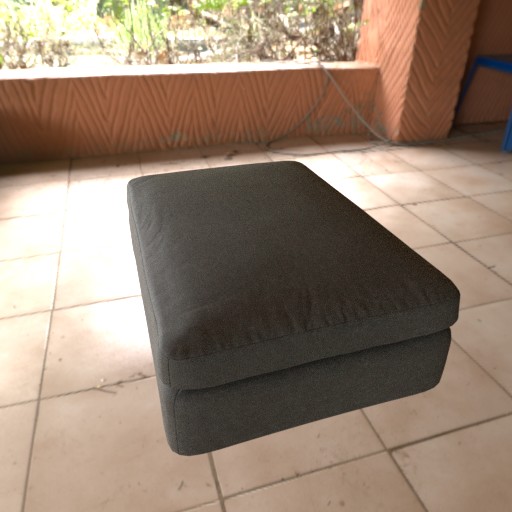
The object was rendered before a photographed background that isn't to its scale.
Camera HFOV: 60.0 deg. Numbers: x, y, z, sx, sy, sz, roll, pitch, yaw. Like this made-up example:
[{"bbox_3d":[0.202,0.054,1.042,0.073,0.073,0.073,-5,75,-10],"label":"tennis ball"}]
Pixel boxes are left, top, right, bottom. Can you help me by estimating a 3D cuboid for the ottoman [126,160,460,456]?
[{"bbox_3d":[0.000,0.000,1.613,0.840,0.429,1.199,-9,32,-15],"label":"ottoman"}]
